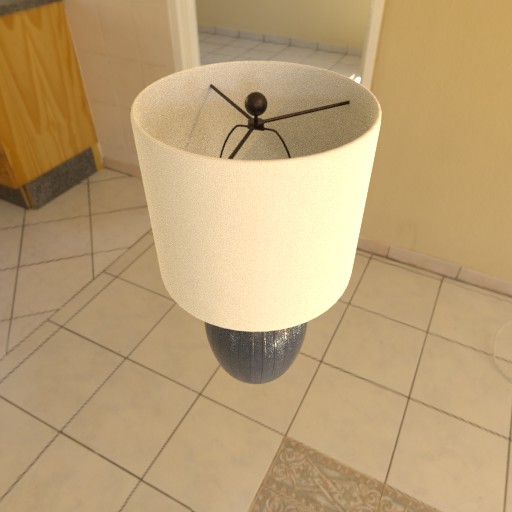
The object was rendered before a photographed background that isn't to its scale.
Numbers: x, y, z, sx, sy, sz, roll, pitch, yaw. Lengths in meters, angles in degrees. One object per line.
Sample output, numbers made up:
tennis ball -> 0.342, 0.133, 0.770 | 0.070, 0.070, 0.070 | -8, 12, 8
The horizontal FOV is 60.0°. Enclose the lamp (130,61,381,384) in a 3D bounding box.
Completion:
lamp -> 0.000, 0.000, 0.770 | 0.329, 0.570, 0.329 | 12, 43, 13
